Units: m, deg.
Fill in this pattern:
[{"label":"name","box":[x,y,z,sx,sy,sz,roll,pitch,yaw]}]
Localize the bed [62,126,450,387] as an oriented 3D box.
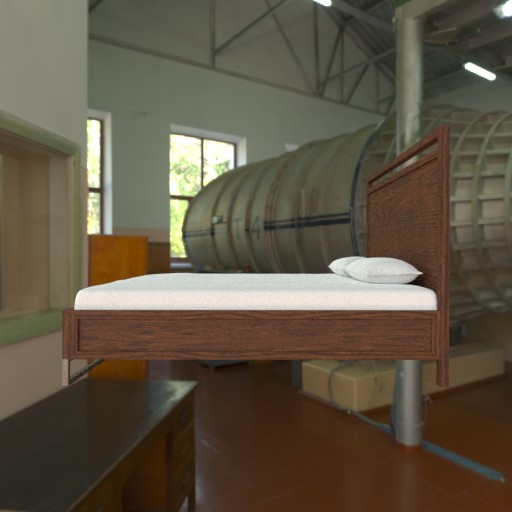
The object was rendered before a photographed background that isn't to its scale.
[{"label":"bed","box":[0.000,0.000,3.414,2.218,1.487,1.765,0,0,0]}]
